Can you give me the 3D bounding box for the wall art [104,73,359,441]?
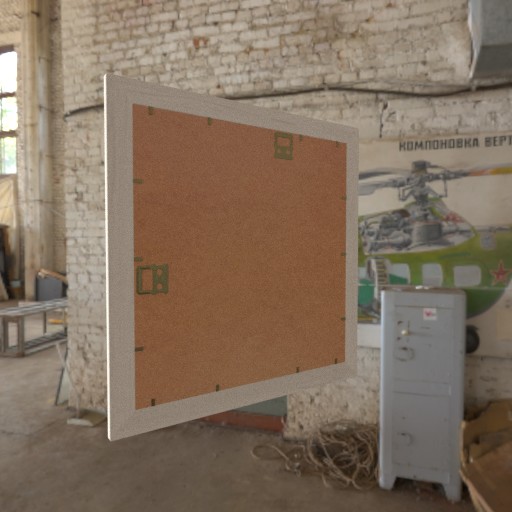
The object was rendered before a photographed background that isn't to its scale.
[{"bbox_3d":[0.000,0.000,0.876,0.584,0.584,0.013,-1,2,-36],"label":"wall art"}]
